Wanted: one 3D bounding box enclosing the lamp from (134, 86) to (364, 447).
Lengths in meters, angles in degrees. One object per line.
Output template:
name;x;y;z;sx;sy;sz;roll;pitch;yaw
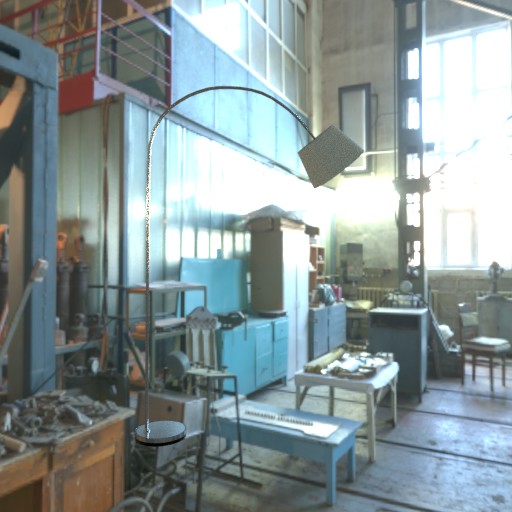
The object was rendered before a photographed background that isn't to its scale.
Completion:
lamp;0.000;0.000;2.754;1.445;2.098;0.406;0;-1;-17
